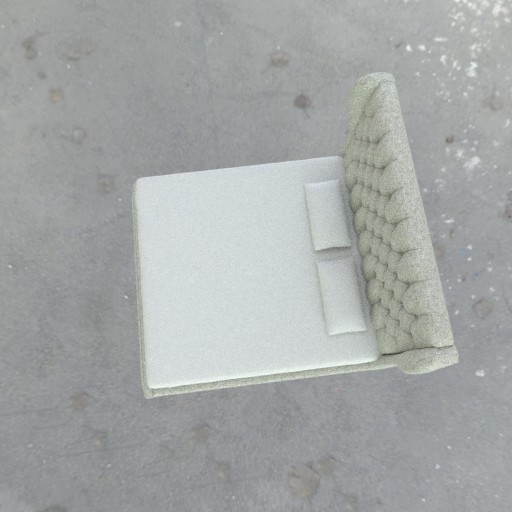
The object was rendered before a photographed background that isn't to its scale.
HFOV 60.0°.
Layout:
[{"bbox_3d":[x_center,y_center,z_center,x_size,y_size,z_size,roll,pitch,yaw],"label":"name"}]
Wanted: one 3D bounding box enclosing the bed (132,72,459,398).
[{"bbox_3d":[0.000,0.000,3.848,2.347,1.771,2.219,-7,75,-2],"label":"bed"}]
